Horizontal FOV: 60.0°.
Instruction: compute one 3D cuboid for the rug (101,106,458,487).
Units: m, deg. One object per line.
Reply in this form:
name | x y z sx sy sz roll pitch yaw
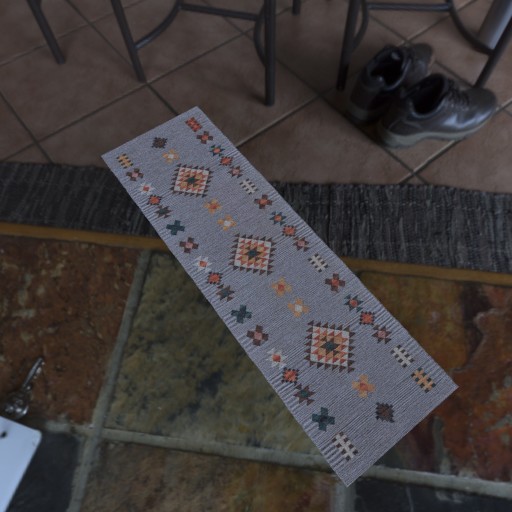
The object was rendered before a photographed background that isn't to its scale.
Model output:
rug | 0.000 0.000 2.602 0.766 0.008 2.432 -33 67 -16
